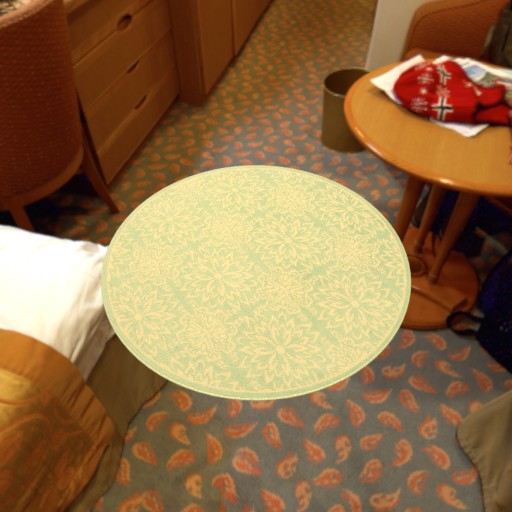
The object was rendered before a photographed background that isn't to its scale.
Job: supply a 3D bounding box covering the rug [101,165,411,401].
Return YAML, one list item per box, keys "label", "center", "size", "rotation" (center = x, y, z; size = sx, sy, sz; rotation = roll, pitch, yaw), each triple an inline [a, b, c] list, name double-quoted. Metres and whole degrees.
- label: "rug"
  center: [0.000, 0.000, 2.339]
  size: [1.593, 0.012, 1.593]
  rotation: [0, 48, 0]
